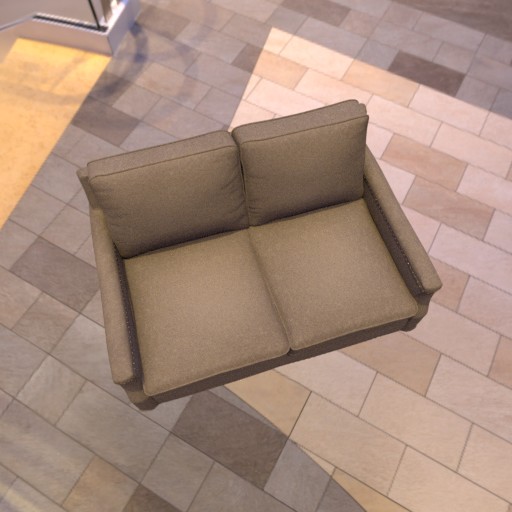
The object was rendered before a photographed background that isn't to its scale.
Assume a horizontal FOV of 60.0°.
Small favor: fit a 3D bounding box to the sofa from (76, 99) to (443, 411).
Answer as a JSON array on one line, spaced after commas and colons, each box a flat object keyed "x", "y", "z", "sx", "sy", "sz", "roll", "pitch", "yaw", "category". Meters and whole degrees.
[{"x": 0.000, "y": 0.000, "z": 2.321, "sx": 1.597, "sy": 1.003, "sz": 1.084, "roll": -15, "pitch": 65, "yaw": -7, "category": "sofa"}]
